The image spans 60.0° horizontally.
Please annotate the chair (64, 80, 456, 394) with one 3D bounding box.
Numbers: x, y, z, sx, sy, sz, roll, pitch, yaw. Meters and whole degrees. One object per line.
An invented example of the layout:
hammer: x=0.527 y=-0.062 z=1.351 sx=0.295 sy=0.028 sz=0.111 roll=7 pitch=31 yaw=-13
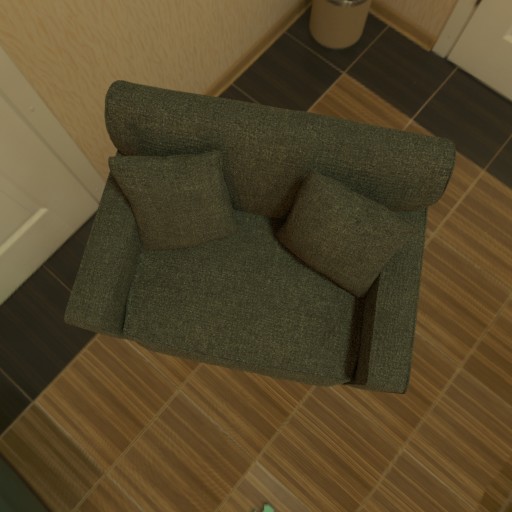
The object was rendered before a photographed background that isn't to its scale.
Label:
chair: x=0.000 y=0.000 z=1.991 sx=1.383 sy=0.948 sz=1.000 roll=11 pitch=75 yaw=3
